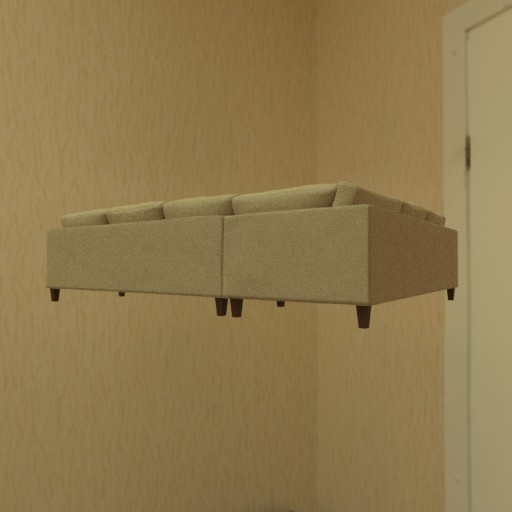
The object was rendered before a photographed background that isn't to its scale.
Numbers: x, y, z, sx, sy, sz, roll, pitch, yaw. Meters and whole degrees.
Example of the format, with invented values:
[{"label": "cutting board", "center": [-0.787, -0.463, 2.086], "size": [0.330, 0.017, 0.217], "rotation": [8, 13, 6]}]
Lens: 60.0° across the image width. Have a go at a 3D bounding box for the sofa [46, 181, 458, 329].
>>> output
[{"label": "sofa", "center": [0.000, 0.000, 4.282], "size": [3.182, 0.863, 2.432], "rotation": [-1, -1, 35]}]
